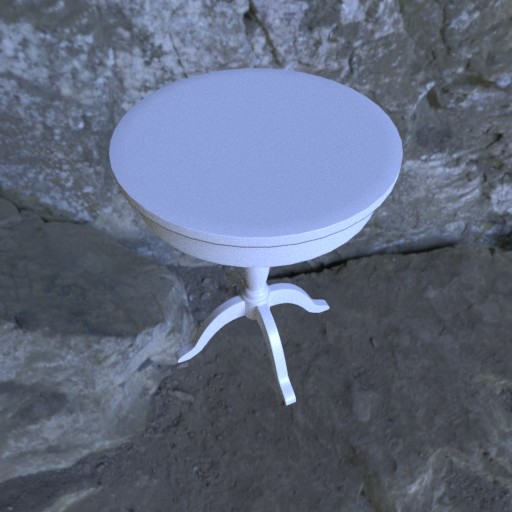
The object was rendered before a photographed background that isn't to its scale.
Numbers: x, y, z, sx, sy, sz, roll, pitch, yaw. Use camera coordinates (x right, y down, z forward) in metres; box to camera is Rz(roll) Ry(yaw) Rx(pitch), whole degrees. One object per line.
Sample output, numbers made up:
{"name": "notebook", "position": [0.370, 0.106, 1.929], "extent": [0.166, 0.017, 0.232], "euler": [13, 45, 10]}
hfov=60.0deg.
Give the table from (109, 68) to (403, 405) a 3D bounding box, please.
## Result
{"name": "table", "position": [0.000, 0.000, 1.035], "extent": [0.513, 0.653, 0.513], "euler": [0, 48, 0]}
